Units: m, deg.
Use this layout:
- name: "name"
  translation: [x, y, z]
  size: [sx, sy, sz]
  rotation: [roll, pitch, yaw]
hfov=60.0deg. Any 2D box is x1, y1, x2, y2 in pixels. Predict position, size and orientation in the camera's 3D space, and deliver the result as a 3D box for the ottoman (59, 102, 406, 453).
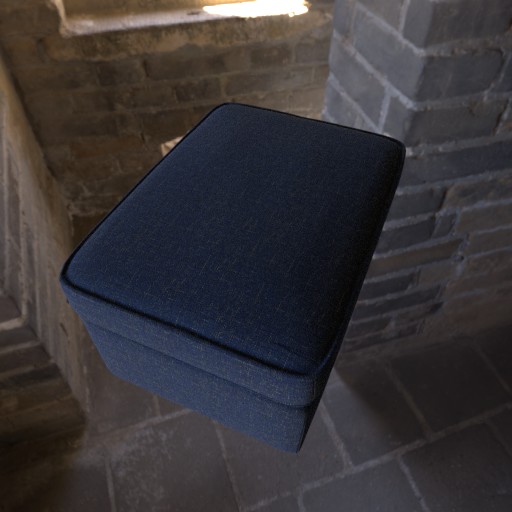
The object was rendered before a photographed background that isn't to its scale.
- name: "ottoman"
  translation: [0.000, 0.000, 1.115]
  size: [0.549, 0.450, 0.749]
  rotation: [18, 51, 16]
